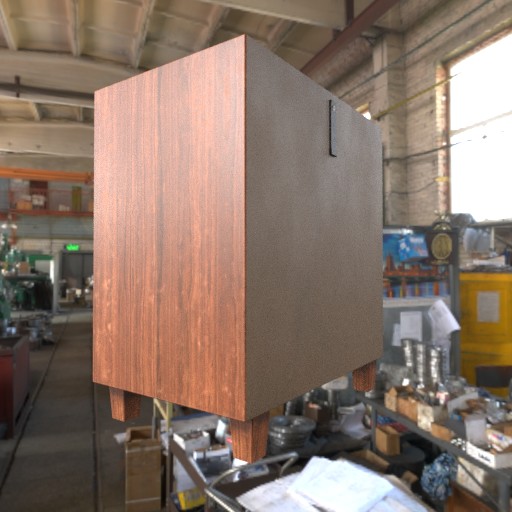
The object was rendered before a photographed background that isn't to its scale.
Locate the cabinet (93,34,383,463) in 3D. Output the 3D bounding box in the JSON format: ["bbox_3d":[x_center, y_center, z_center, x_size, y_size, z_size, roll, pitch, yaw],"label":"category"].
[{"bbox_3d":[0.000,0.000,1.059,0.410,0.695,0.607,-1,-1,36],"label":"cabinet"}]
